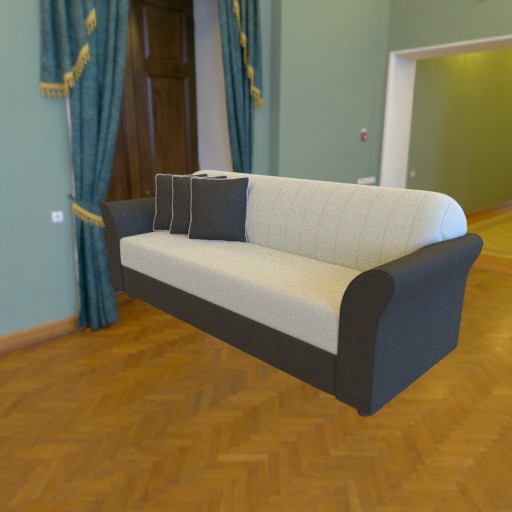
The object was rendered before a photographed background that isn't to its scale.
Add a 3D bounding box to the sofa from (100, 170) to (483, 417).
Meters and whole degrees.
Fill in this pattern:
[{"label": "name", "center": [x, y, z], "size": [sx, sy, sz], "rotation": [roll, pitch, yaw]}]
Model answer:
[{"label": "sofa", "center": [0.000, 0.000, 2.369], "size": [0.755, 0.787, 2.001], "rotation": [-15, 22, -42]}]
